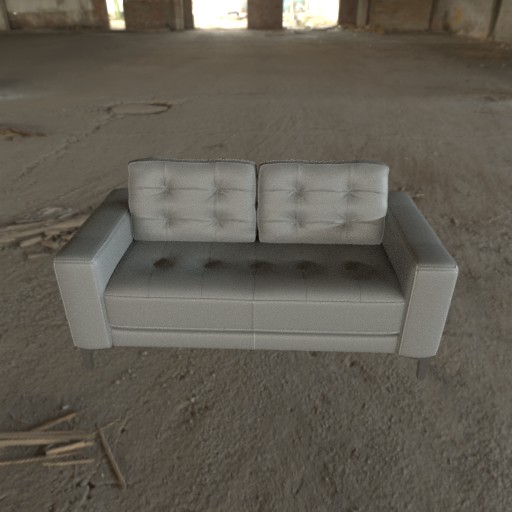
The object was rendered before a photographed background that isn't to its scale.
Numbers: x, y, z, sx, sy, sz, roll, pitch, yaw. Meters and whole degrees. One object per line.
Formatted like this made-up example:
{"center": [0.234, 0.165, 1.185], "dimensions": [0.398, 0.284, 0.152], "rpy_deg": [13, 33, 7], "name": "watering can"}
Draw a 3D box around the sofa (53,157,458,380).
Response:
{"center": [0.000, 0.000, 2.268], "dimensions": [1.726, 0.893, 0.833], "rpy_deg": [1, 30, 2], "name": "sofa"}
